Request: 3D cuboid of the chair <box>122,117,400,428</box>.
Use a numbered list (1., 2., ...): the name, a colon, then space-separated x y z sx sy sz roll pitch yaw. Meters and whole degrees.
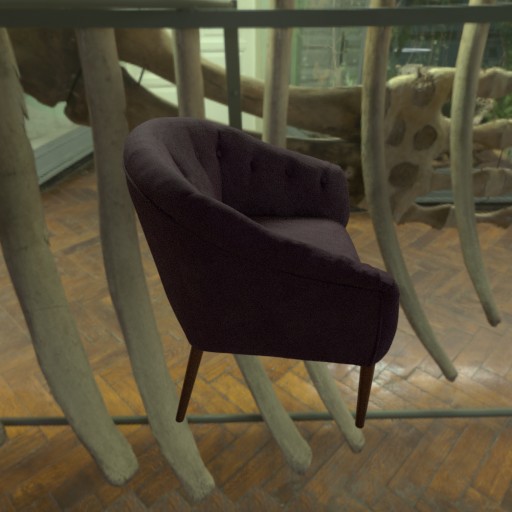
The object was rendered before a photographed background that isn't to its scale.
1. chair: 0.000 0.000 1.523 0.776 0.885 0.851 0 31 0
